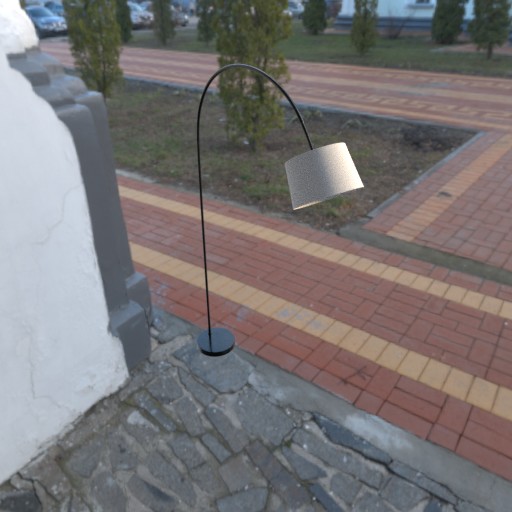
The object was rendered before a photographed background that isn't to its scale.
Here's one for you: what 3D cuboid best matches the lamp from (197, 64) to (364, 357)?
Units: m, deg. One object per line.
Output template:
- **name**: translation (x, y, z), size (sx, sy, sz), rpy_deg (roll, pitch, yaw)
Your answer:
- **lamp**: translation (0.000, 0.000, 2.660), size (0.331, 2.104, 1.363), rpy_deg (-21, 36, -32)
